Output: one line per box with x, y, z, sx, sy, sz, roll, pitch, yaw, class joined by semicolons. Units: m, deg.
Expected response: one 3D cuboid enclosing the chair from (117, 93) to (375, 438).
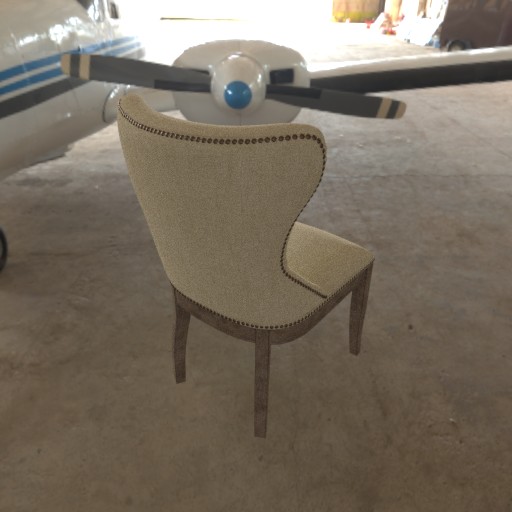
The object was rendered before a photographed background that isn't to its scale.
0.000;0.000;1.443;0.654;1.002;0.681;22;36;33;chair
